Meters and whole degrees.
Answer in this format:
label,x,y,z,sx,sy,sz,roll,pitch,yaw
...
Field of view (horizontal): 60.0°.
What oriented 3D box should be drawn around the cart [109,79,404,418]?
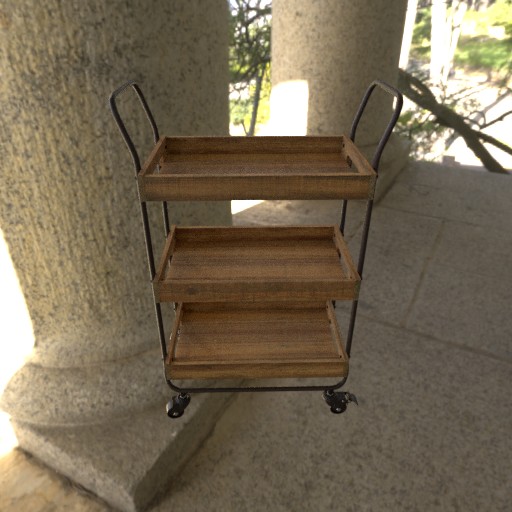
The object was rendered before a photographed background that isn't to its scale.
label,x,y,z,sx,sy,sz,roll,pitch,yaw
cart,0.000,0.000,1.173,0.583,0.857,0.339,-1,30,-1
